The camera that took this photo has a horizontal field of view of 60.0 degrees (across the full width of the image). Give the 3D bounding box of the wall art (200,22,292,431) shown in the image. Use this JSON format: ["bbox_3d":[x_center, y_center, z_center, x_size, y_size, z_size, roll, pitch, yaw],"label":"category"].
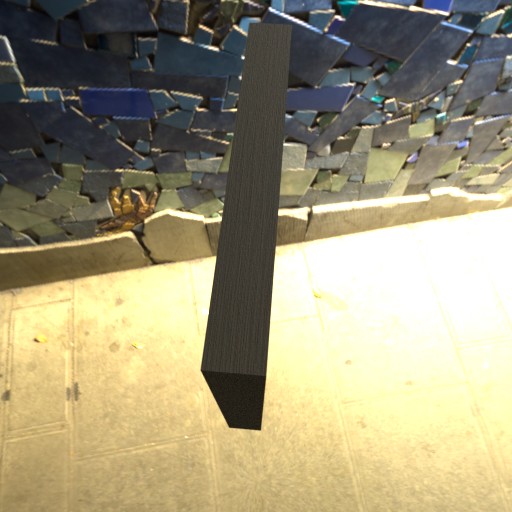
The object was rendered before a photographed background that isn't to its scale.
[{"bbox_3d":[0.000,0.000,0.455,0.038,0.303,0.304,4,63,2],"label":"wall art"}]
